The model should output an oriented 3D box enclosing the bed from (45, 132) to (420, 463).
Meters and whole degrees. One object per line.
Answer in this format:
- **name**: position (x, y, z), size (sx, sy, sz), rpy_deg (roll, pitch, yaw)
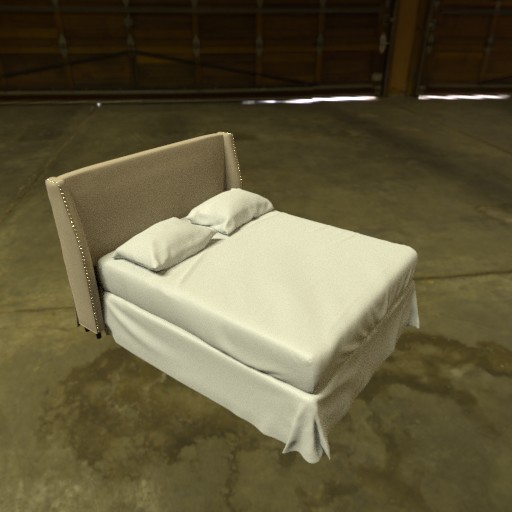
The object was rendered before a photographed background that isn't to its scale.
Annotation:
- **bed**: position (0.000, 0.000, 3.450), size (2.276, 1.332, 1.925), rpy_deg (19, 33, 32)
